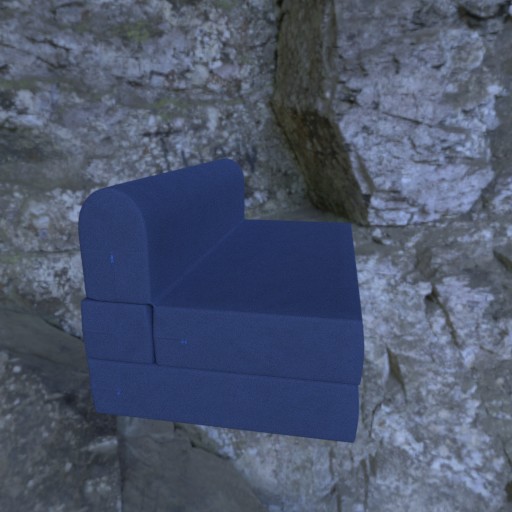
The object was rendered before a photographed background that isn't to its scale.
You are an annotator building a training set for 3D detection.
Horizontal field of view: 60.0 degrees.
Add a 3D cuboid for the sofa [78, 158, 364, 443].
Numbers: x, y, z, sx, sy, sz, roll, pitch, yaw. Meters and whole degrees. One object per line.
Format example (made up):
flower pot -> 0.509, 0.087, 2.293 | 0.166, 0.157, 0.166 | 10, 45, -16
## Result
sofa -> 0.000, 0.000, 1.705 | 0.762, 0.660, 1.219 | 3, 16, 10
